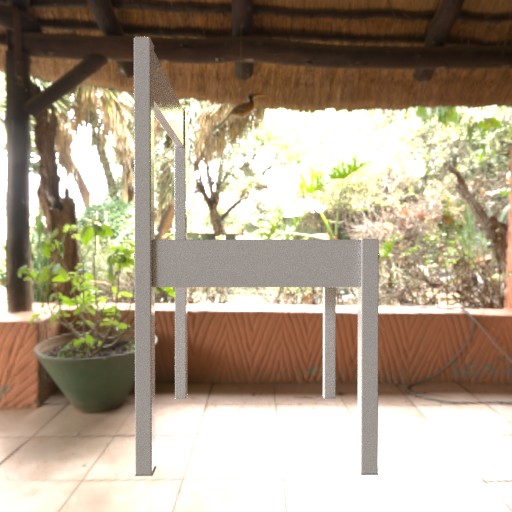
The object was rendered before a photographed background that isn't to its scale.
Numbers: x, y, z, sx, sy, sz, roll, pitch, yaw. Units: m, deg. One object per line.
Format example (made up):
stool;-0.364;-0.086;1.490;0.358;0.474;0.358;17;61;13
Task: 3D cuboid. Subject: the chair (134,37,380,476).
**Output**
chair;0.000;0.000;0.651;0.285;0.505;0.285;0;1;0
